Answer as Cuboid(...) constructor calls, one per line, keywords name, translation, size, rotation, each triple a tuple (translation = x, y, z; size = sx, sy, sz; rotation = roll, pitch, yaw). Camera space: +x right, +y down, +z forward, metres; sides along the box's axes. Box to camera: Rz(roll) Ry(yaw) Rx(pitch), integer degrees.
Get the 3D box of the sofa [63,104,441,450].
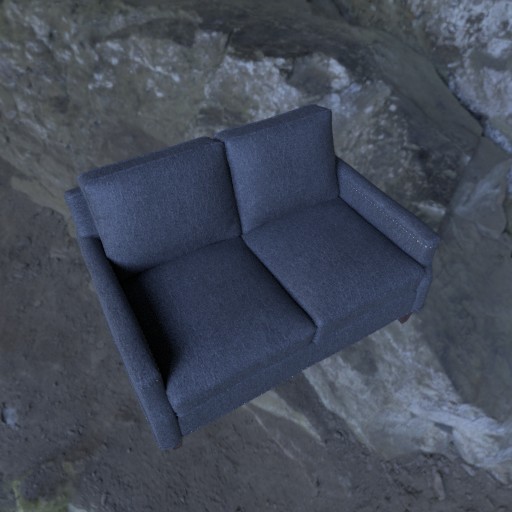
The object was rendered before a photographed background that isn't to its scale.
Cuboid(name="sofa", translation=(0.000, 0.000, 2.288), size=(1.597, 1.003, 1.084), rotation=(-23, 50, -20))
